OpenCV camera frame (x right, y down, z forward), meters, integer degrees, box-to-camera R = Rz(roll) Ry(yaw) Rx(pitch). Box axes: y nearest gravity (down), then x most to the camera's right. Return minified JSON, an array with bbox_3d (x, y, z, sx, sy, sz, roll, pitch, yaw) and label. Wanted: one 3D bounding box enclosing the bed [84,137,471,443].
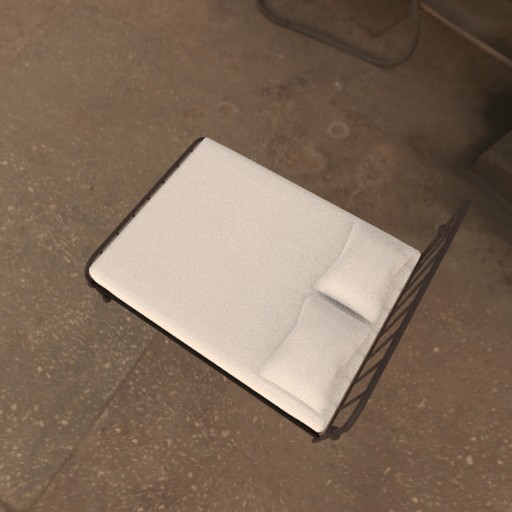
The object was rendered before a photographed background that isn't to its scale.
[{"bbox_3d":[0.000,0.000,3.212,2.134,1.446,1.616,31,69,13],"label":"bed"}]
